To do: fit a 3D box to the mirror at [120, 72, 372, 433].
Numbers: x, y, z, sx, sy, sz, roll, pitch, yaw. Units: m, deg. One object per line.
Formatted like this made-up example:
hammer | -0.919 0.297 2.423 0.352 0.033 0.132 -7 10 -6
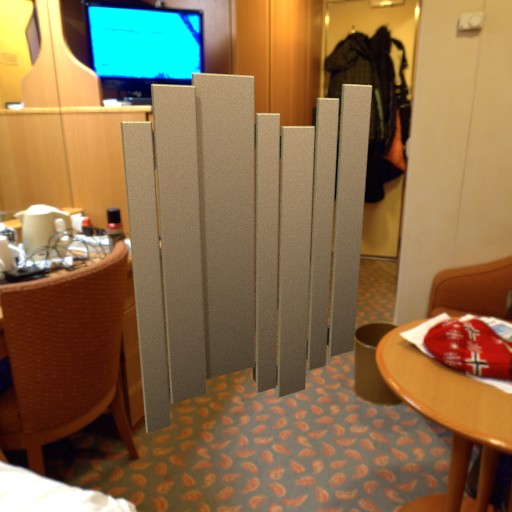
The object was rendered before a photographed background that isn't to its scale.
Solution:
mirror | 0.000 0.000 0.809 0.445 0.611 0.058 -8 18 -26
